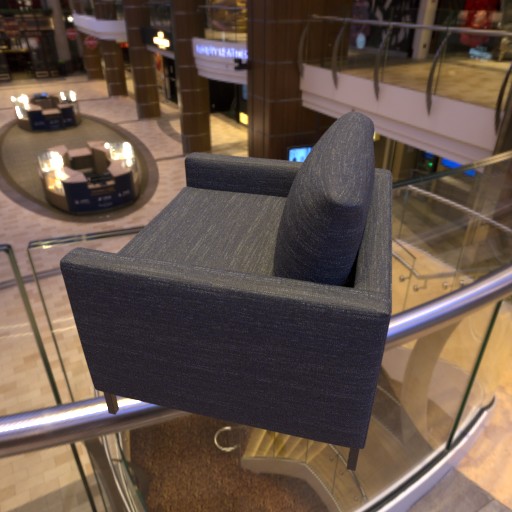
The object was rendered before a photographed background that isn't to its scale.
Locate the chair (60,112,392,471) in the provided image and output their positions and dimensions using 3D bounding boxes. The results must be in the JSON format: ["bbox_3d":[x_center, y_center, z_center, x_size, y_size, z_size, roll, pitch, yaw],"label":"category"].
[{"bbox_3d":[0.000,0.000,1.547,0.866,0.861,0.963,8,32,13],"label":"chair"}]
